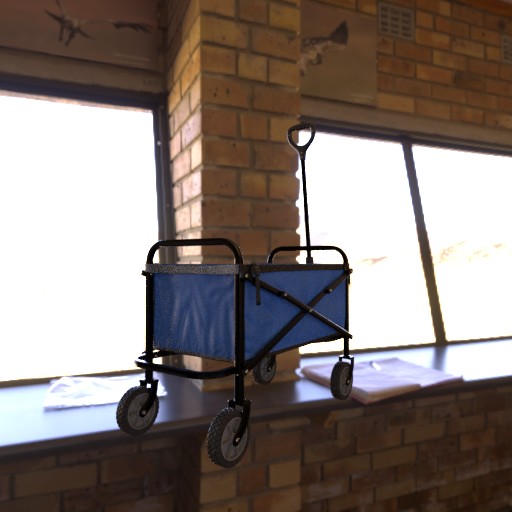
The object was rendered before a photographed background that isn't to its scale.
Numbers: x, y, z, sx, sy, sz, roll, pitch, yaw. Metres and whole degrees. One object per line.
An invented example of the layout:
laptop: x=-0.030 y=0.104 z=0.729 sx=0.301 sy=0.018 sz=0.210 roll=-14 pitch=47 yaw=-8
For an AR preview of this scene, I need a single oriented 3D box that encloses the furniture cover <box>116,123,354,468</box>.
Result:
furniture cover: x=0.000 y=0.000 z=1.846 sx=0.532 sy=1.295 sz=1.038 roll=-1 pitch=-1 yaw=36
